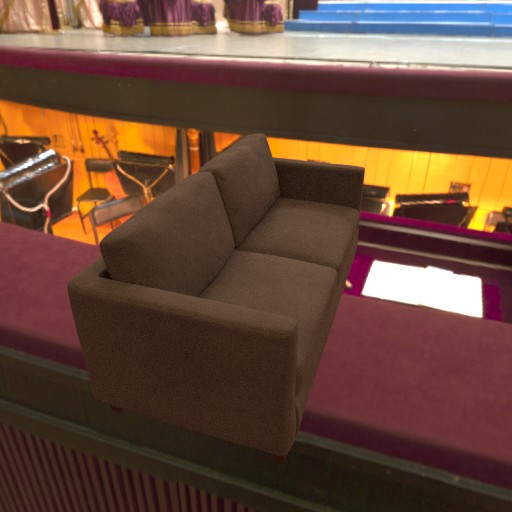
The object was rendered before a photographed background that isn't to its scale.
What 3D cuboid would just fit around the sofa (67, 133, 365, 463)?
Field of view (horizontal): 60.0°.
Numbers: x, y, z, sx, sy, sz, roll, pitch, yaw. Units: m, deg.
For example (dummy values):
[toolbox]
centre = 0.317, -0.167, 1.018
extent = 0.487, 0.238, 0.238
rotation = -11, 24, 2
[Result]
[sofa]
centre = 0.000, 0.000, 2.475
extent = 0.950, 0.963, 1.884
rotation = 10, 31, 17
